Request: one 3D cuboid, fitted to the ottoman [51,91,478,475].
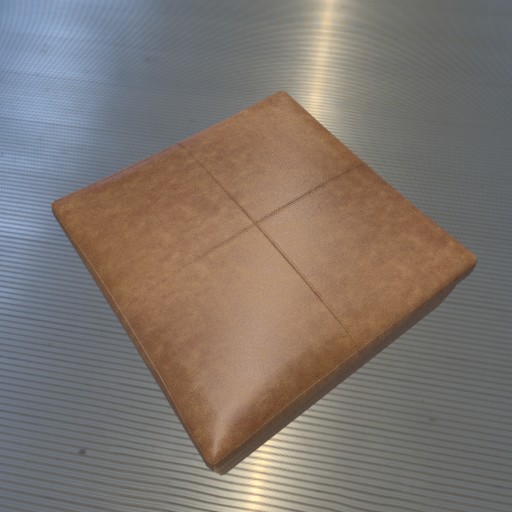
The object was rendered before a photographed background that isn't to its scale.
[{"bbox_3d":[0.000,0.000,1.809,1.168,0.483,1.169,-32,64,-18],"label":"ottoman"}]
